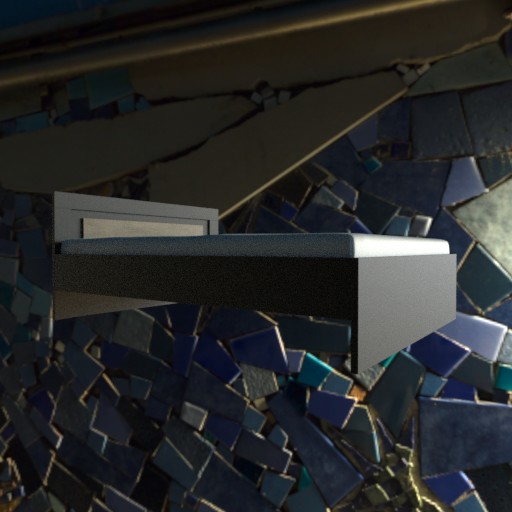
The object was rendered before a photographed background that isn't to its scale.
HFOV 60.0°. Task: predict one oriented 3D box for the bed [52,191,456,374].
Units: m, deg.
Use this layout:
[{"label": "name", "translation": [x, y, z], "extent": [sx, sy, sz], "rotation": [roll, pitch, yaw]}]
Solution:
[{"label": "bed", "translation": [0.000, 0.000, 2.855], "extent": [2.073, 0.823, 1.585], "rotation": [1, 1, 36]}]
